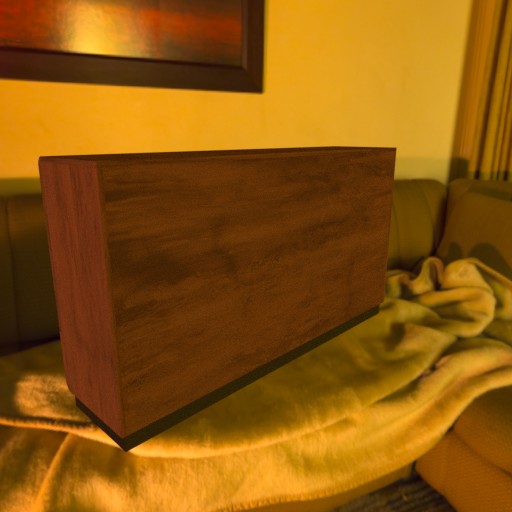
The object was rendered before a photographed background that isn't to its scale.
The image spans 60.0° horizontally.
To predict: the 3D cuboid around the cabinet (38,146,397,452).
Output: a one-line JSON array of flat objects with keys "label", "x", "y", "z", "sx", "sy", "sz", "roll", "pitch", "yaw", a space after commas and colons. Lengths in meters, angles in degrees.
[{"label": "cabinet", "x": 0.000, "y": 0.000, "z": 1.946, "sx": 0.420, "sy": 0.900, "sz": 1.600, "roll": 15, "pitch": 21, "yaw": 42}]
